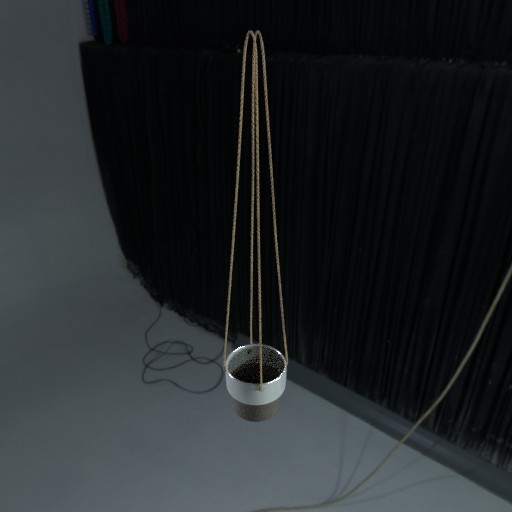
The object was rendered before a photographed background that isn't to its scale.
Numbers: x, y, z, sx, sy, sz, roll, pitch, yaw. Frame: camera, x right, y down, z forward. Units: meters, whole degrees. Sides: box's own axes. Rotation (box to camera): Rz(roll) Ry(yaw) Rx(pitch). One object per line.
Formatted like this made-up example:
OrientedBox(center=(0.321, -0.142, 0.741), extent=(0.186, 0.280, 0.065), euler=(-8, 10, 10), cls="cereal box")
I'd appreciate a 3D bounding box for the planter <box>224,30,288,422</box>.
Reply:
OrientedBox(center=(0.000, 0.000, 1.183), extent=(0.187, 1.073, 0.187), euler=(19, 33, 32), cls="planter")
